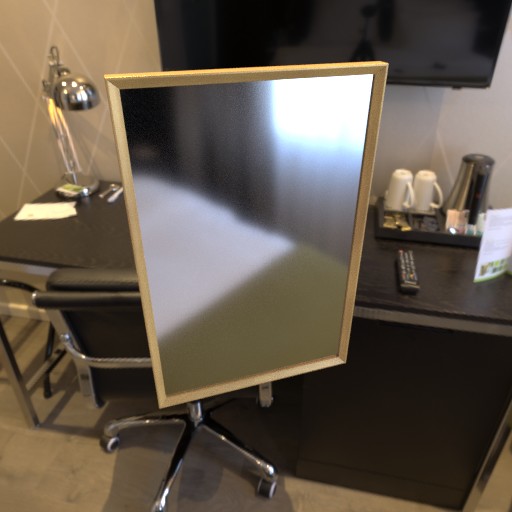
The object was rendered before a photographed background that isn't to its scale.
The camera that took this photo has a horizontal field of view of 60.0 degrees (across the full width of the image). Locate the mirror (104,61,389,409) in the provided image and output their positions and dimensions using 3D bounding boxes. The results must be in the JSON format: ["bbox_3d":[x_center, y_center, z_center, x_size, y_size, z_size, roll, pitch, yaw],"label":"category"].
[{"bbox_3d":[0.000,0.000,1.162,0.609,0.915,0.041,-9,32,-15],"label":"mirror"}]
